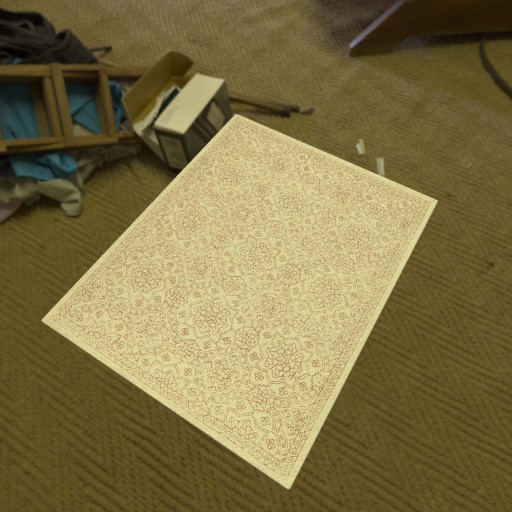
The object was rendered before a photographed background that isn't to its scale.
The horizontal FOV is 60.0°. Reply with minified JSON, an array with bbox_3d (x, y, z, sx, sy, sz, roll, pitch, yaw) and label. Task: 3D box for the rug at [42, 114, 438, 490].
[{"bbox_3d":[0.000,0.000,4.137,2.441,0.015,3.050,28,62,16],"label":"rug"}]
